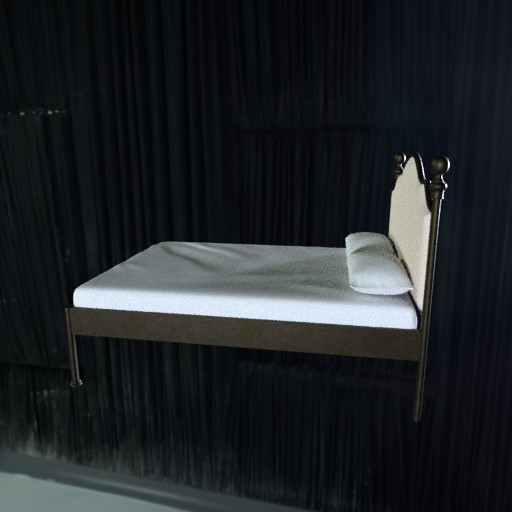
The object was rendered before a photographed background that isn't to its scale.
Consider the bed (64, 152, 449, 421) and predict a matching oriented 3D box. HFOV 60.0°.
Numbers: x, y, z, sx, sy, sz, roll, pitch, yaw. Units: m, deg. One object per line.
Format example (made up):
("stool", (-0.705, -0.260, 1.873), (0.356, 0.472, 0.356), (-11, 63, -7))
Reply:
("bed", (0.000, 0.000, 3.198), (2.170, 1.462, 1.533), (2, 14, 10))
